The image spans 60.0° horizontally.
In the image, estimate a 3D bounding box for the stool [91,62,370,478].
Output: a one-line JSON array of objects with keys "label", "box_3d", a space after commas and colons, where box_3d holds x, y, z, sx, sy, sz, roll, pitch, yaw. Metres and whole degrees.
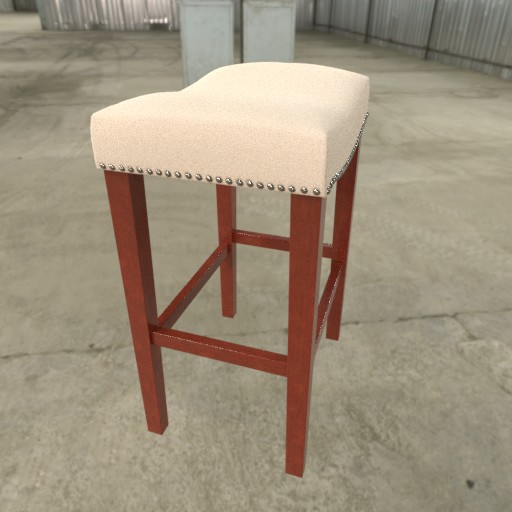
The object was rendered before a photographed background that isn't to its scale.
[{"label": "stool", "box_3d": [0.000, 0.000, 0.979, 0.372, 0.742, 0.504, 10, 32, 16]}]
